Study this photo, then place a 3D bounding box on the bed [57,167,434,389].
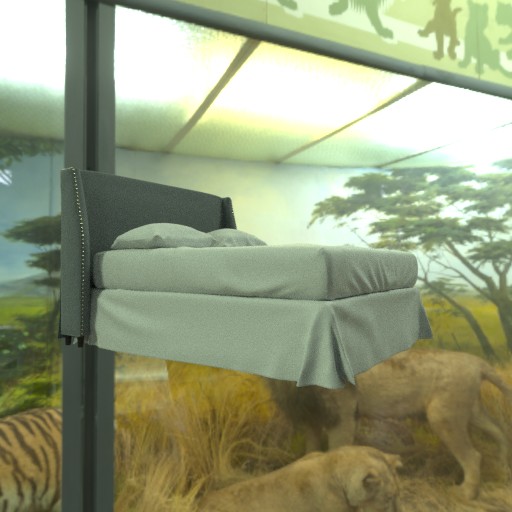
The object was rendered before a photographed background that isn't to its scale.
[{"bbox_3d":[0.000,0.000,3.431,2.276,1.332,1.925,-1,-1,35],"label":"bed"}]
